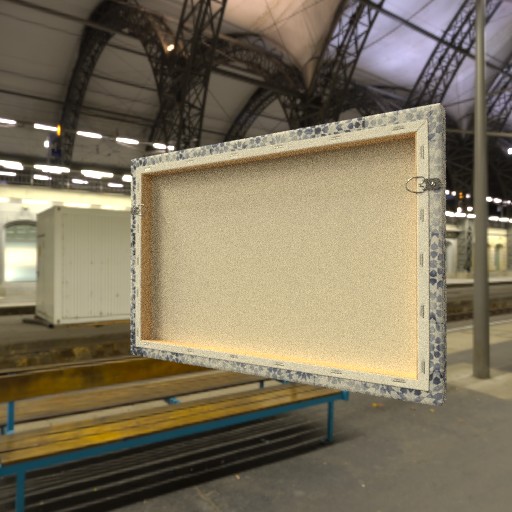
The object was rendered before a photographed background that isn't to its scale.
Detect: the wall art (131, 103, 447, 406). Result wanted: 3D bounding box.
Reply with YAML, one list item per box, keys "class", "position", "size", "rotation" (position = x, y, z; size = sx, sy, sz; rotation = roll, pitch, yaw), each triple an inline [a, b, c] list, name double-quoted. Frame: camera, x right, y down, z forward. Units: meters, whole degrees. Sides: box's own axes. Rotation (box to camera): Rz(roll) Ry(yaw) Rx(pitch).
- class: "wall art"
  position: [0.000, 0.000, 0.766]
  size: [0.608, 0.406, 0.030]
  rotation: [0, -1, 33]
